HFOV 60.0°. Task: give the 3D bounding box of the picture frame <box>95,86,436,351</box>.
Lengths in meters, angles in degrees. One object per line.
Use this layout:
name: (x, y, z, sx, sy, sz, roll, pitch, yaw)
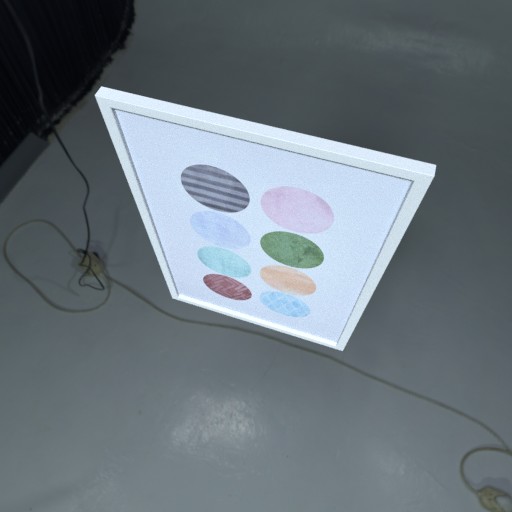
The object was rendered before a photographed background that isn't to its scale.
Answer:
picture frame: (0.000, 0.000, 0.569, 0.305, 0.434, 0.013, 16, 61, 9)
